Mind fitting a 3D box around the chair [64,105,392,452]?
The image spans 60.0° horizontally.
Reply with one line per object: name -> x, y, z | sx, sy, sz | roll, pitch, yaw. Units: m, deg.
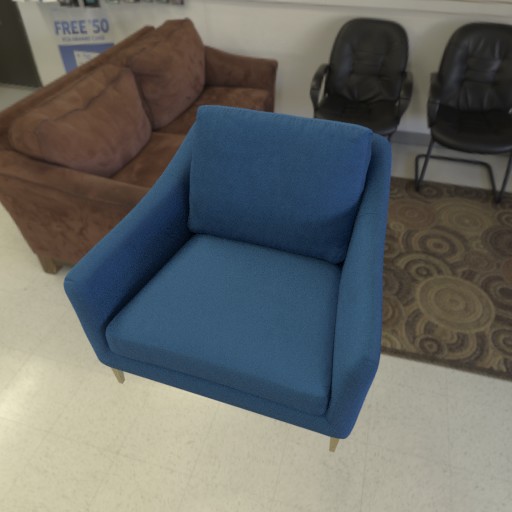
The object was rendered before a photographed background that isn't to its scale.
chair -> 0.000, 0.000, 1.687 | 0.987, 0.899, 0.961 | 13, 43, 14
